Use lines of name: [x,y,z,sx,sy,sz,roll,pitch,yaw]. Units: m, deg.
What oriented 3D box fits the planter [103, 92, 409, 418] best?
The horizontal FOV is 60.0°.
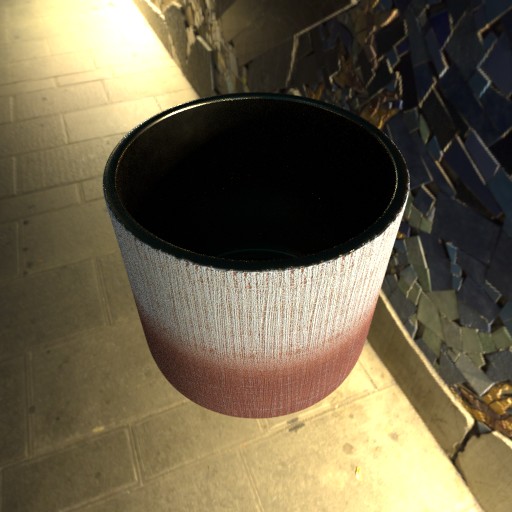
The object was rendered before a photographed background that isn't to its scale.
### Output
planter: [0.000,0.000,0.392,0.221,0.201,0.221,0,46,0]
